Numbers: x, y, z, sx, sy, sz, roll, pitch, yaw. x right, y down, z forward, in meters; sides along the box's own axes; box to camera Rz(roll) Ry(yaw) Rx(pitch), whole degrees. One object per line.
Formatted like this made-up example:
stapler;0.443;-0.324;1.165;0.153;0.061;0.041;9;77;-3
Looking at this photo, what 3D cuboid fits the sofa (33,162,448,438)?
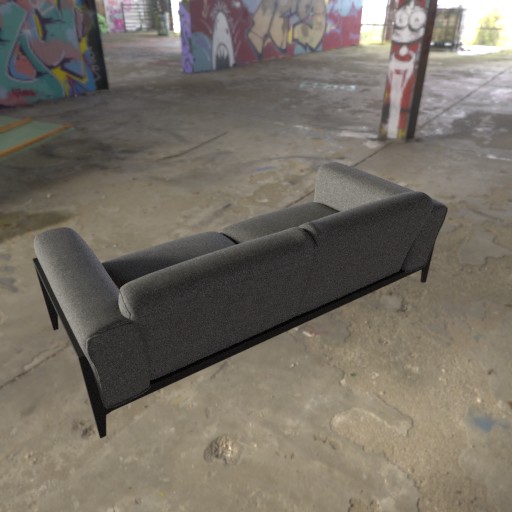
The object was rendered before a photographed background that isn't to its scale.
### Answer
sofa;0.000;0.000;2.492;2.125;0.703;0.985;-19;35;-29
